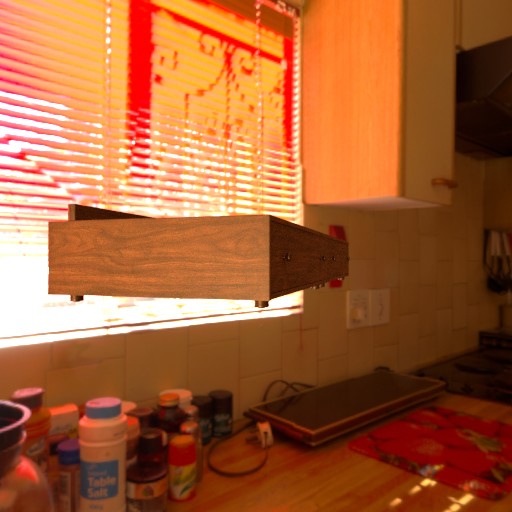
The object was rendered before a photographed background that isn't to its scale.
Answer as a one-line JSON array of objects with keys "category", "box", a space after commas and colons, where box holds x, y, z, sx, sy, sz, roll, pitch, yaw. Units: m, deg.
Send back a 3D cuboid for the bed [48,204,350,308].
[{"category": "bed", "box": [0.000, 0.000, 2.329, 0.787, 0.326, 2.057, 0, -1, 18]}]
